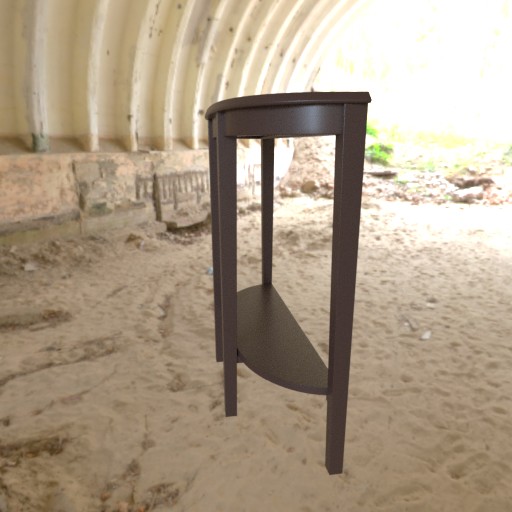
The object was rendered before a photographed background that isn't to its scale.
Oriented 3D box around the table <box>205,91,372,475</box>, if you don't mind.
[{"bbox_3d":[0.000,0.000,1.312,0.274,0.831,0.909,-2,14,-9],"label":"table"}]
